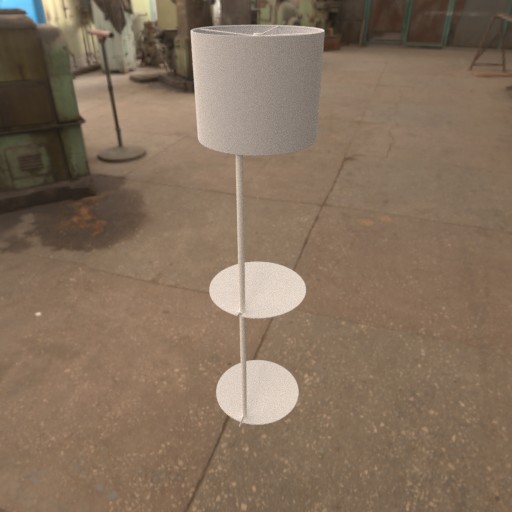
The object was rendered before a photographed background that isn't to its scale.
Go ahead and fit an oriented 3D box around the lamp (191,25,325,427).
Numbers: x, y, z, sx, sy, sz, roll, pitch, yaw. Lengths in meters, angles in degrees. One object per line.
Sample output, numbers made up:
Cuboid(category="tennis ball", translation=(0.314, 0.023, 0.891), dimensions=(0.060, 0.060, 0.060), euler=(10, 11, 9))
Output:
Cuboid(category="lamp", translation=(0.000, 0.000, 1.609), dimensions=(0.372, 1.465, 0.405), euler=(11, 33, 17))
